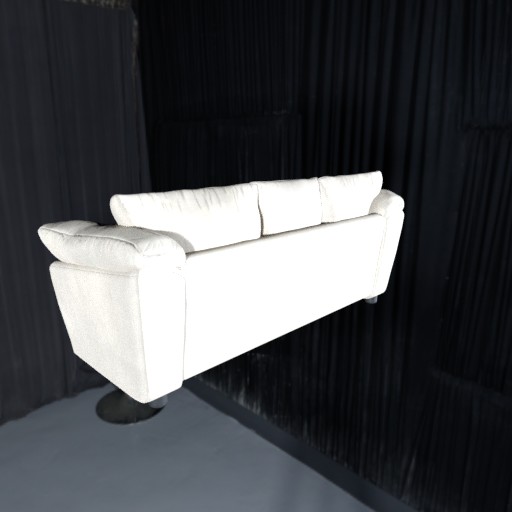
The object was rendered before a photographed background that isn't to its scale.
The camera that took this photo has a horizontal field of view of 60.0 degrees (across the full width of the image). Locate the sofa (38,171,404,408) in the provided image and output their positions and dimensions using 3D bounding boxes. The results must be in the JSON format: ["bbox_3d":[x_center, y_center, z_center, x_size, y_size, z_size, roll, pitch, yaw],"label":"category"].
[{"bbox_3d":[0.000,0.000,2.819,0.878,0.996,2.334,14,20,43],"label":"sofa"}]
